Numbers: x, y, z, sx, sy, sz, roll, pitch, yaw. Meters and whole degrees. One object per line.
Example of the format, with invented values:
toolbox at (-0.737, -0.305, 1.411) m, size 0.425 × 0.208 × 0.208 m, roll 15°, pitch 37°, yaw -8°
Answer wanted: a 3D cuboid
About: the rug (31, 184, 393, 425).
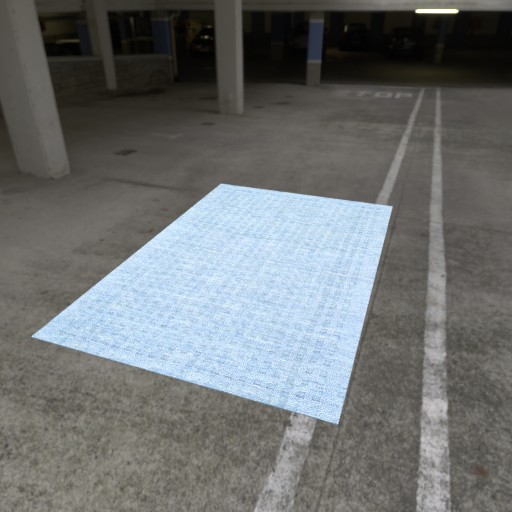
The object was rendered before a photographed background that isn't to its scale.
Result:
rug at (0.000, 0.000, 2.891) m, size 1.522 × 0.006 × 2.286 m, roll 10°, pitch 31°, yaw 17°
